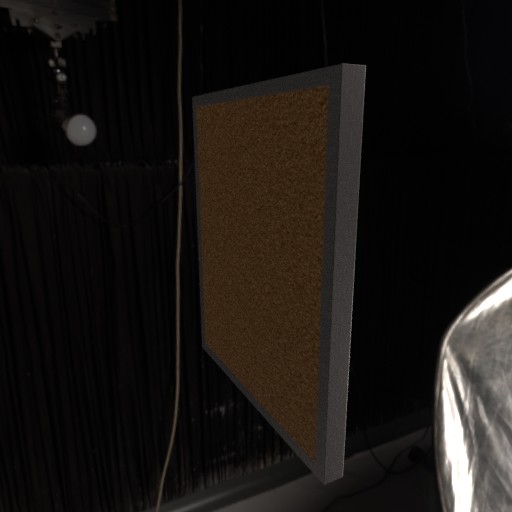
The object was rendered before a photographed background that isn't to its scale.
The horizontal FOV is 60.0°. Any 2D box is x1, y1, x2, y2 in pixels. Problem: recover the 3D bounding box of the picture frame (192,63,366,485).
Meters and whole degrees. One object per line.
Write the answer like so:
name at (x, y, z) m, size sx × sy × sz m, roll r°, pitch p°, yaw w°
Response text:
picture frame at (0.000, 0.000, 0.525) m, size 0.027 × 0.378 × 0.327 m, roll -8°, pitch 17°, yaw -27°
